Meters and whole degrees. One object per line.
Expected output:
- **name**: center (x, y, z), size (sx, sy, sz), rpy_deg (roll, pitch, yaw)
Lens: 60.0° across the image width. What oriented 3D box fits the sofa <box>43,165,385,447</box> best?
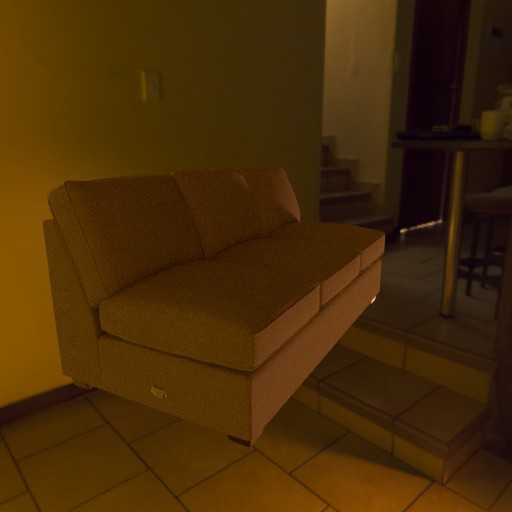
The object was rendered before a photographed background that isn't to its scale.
- **sofa**: center (0.000, 0.000, 2.700), size (1.127, 1.036, 2.092), rpy_deg (8, 16, 28)
